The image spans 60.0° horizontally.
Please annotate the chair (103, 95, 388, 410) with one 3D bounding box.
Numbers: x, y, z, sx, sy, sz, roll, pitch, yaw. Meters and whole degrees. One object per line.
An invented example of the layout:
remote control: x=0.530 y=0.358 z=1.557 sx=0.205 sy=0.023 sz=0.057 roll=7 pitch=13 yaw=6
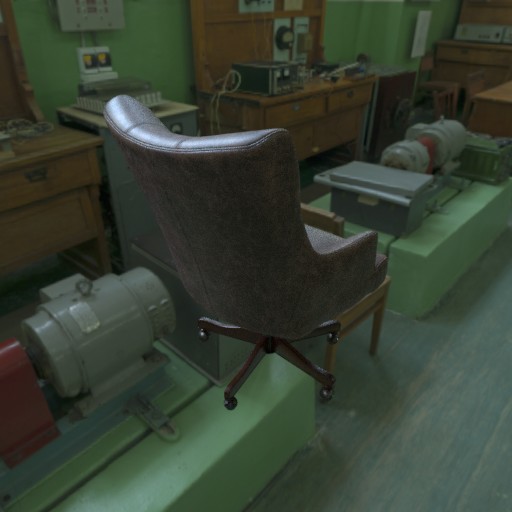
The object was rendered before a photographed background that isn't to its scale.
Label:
chair: x=0.000 y=0.000 z=1.480 sx=0.641 sy=1.035 sz=0.762 roll=23 pitch=38 yaw=34
